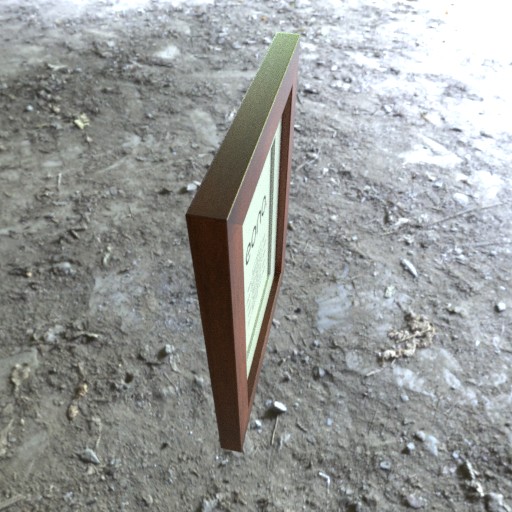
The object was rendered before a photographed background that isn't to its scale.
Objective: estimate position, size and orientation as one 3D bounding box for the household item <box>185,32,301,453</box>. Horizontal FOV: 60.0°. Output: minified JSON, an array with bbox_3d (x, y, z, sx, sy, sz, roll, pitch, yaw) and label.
[{"bbox_3d":[0.000,0.000,0.335,0.020,0.250,0.200,9,47,8],"label":"household item"}]
